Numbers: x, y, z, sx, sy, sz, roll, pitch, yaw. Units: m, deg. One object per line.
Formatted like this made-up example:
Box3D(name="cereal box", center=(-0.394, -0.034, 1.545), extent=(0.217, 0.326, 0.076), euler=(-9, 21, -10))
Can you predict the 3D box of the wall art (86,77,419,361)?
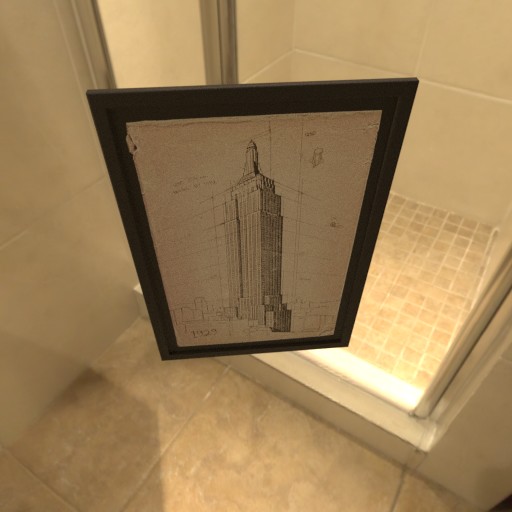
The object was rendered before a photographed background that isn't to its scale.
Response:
Box3D(name="wall art", center=(0.000, 0.000, 0.837), extent=(0.451, 0.661, 0.012), euler=(-4, 46, -3))
